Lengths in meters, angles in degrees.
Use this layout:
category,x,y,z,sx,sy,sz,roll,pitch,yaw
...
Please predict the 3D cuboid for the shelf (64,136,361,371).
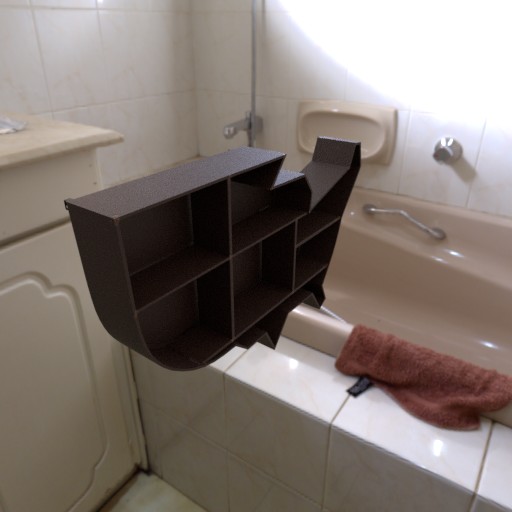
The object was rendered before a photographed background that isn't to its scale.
category,x,y,z,sx,sy,sz,roll,pitch,yaw
shelf,0.000,0.000,0.927,0.112,0.439,0.729,19,33,32
